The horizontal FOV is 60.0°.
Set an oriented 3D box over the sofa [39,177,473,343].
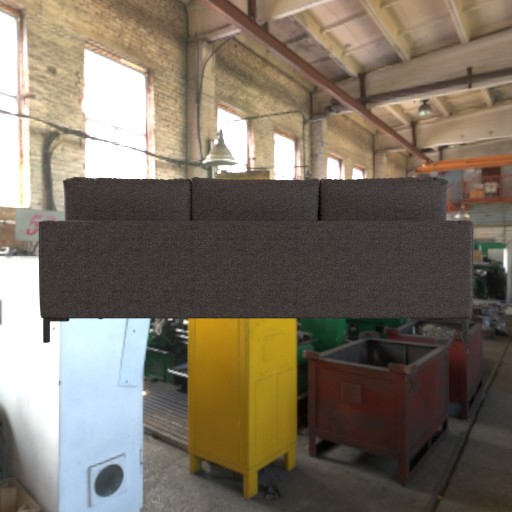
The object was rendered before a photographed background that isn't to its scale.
[{"bbox_3d":[0.000,0.000,2.688,2.253,0.882,0.876,0,1,0],"label":"sofa"}]
